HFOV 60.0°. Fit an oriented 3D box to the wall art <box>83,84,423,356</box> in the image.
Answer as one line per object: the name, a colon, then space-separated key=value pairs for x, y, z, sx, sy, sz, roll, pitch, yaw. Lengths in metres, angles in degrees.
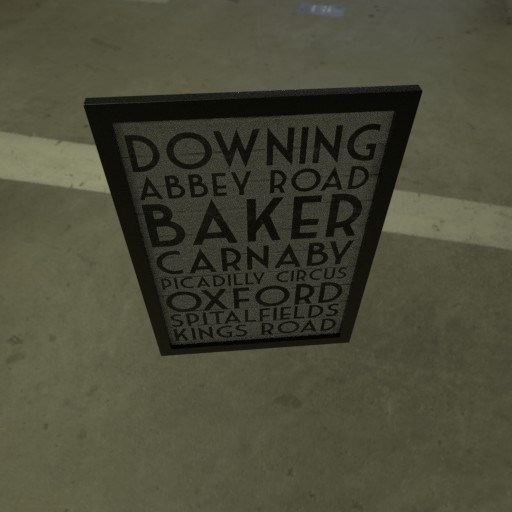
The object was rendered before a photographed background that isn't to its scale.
wall art: x=0.000 y=0.000 z=0.559 sx=0.304 sy=0.432 sz=0.013 roll=-3 pitch=48 yaw=-3
